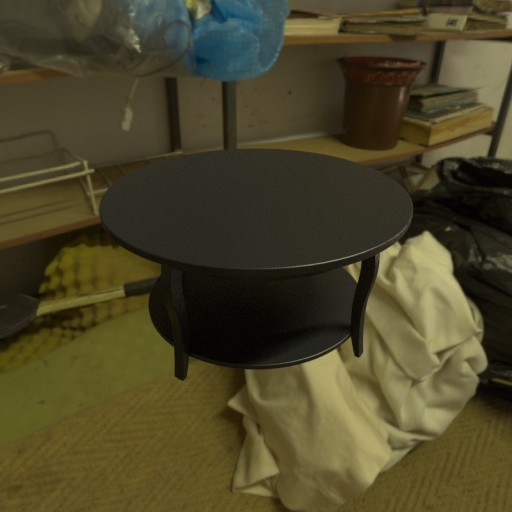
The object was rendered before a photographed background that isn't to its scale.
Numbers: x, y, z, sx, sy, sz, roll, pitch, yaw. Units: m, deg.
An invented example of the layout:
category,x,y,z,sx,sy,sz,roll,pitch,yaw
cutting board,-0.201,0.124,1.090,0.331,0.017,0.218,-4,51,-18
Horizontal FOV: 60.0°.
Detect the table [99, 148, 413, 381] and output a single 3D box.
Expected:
category,x,y,z,sx,sy,sz,roll,pitch,yaw
table,0.000,0.000,1.461,0.914,0.457,0.914,0,30,0
